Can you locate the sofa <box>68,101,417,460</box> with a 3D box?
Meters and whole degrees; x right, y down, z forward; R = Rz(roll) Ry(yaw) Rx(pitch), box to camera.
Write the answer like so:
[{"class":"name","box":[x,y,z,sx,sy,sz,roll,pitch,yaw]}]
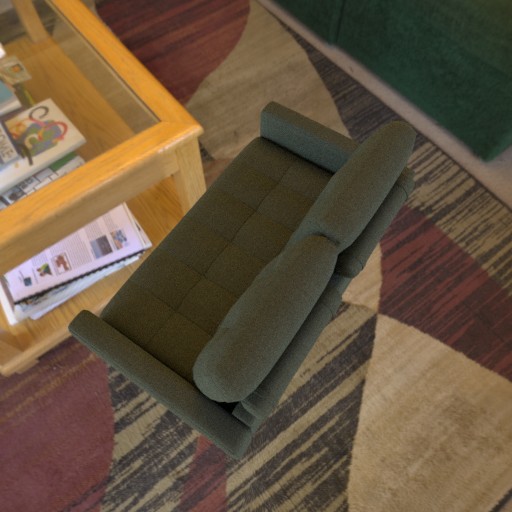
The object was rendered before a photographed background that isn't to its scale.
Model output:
[{"class":"sofa","box":[0.000,0.000,1.915,0.842,0.907,1.407,31,68,15]}]
